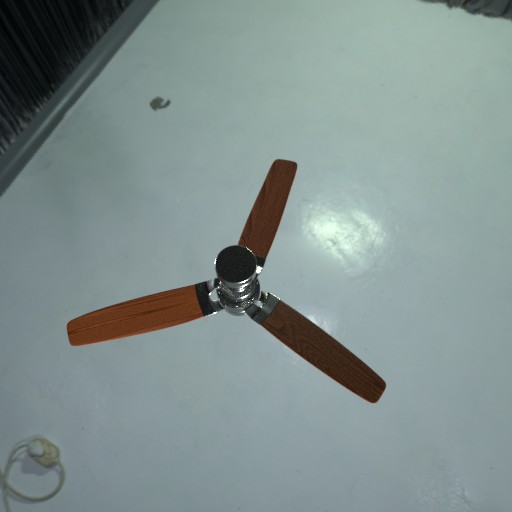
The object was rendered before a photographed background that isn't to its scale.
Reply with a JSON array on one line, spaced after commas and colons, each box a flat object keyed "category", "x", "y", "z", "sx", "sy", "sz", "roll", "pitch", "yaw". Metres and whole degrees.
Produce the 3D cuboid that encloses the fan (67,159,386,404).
[{"category": "fan", "x": 0.000, "y": 0.000, "z": 2.052, "sx": 1.416, "sy": 0.410, "sz": 1.271, "roll": 17, "pitch": 66, "yaw": 8}]
